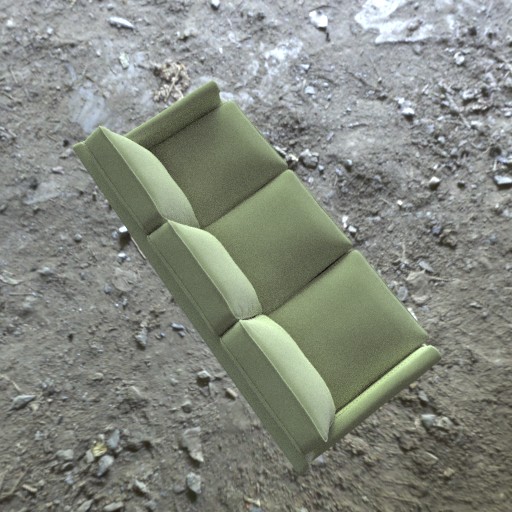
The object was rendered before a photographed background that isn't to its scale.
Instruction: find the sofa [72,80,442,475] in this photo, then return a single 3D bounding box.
[{"bbox_3d":[0.000,0.000,2.743,1.084,1.003,2.246,-35,77,-9],"label":"sofa"}]
